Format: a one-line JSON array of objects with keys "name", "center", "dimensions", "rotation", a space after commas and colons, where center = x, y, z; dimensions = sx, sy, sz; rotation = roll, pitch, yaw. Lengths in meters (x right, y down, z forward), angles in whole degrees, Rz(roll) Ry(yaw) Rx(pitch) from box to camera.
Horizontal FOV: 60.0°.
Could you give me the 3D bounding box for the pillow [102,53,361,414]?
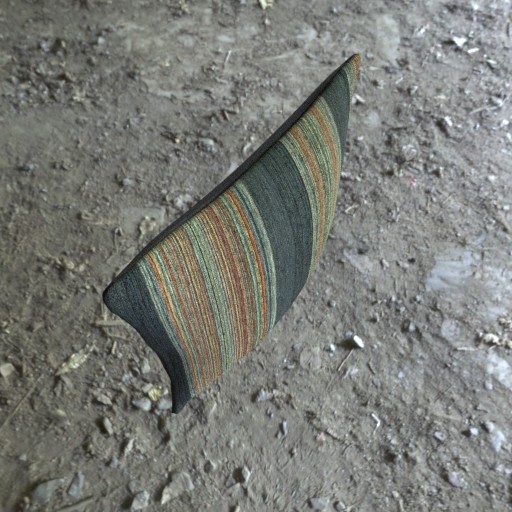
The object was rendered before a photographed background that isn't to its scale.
[{"name": "pillow", "center": [0.000, 0.000, 0.635], "dimensions": [0.136, 0.419, 0.437], "rotation": [32, 63, 19]}]
